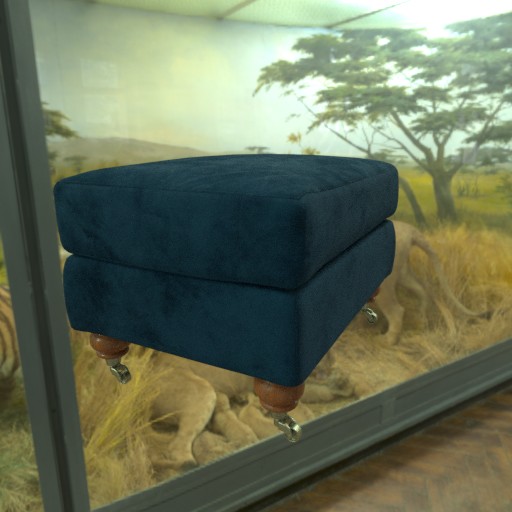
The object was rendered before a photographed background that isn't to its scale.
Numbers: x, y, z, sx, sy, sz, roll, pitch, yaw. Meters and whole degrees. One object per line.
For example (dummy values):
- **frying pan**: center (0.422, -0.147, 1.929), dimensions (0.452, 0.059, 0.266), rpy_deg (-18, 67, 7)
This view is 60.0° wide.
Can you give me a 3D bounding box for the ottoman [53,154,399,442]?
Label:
- **ottoman**: center (0.000, 0.000, 1.139), dimensions (0.572, 0.503, 0.773), rpy_deg (8, 17, 27)
